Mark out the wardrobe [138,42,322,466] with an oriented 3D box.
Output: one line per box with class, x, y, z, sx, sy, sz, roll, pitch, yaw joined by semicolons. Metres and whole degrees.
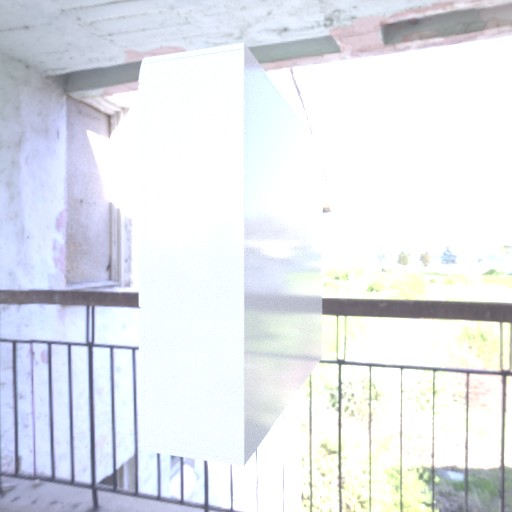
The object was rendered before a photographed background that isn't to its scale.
wardrobe;0.000;0.000;1.931;0.360;1.200;1.340;0;1;18
